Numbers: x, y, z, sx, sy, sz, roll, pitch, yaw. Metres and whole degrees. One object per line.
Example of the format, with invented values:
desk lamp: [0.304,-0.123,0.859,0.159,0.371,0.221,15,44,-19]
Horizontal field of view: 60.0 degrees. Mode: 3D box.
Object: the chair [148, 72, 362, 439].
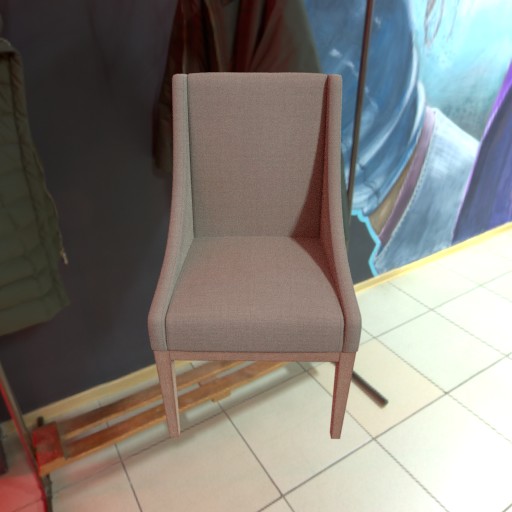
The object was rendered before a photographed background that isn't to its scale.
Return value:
chair: [0.000,0.000,1.419,0.575,1.021,0.611,0,30,1]
